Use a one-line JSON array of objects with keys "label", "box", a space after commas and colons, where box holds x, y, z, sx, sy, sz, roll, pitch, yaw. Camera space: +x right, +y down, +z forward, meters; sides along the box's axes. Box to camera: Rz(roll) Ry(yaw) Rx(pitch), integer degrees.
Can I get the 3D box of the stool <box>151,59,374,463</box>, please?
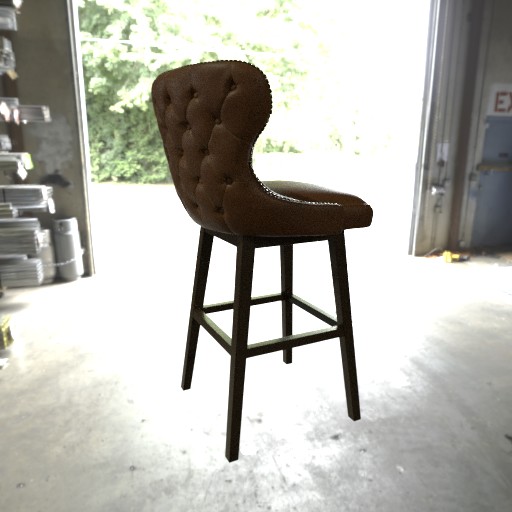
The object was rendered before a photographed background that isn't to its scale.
[{"label": "stool", "box": [0.000, 0.000, 1.447, 0.606, 1.087, 0.591, -7, 15, -26]}]
